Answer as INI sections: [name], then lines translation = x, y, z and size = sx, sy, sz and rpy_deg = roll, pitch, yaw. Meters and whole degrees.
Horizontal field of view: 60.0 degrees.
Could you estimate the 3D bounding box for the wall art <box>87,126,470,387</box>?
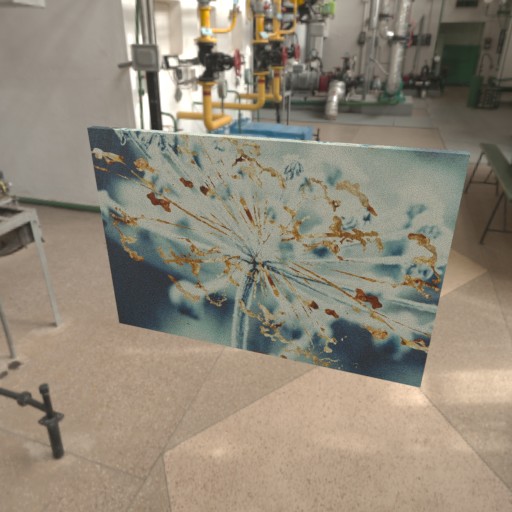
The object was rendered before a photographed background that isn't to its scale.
[wall art]
translation = 0.000, 0.000, 1.450
size = 1.138, 0.759, 0.035
rpy_deg = 8, 28, 17
